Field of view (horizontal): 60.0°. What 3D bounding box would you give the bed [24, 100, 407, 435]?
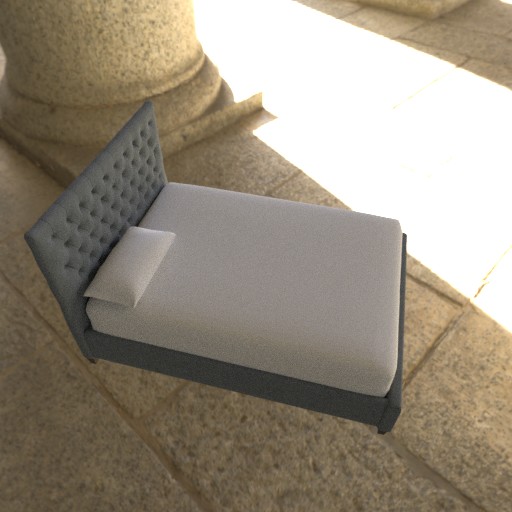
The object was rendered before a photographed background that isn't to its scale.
[{"bbox_3d":[0.000,0.000,3.363,2.335,1.411,1.698,11,47,10],"label":"bed"}]
